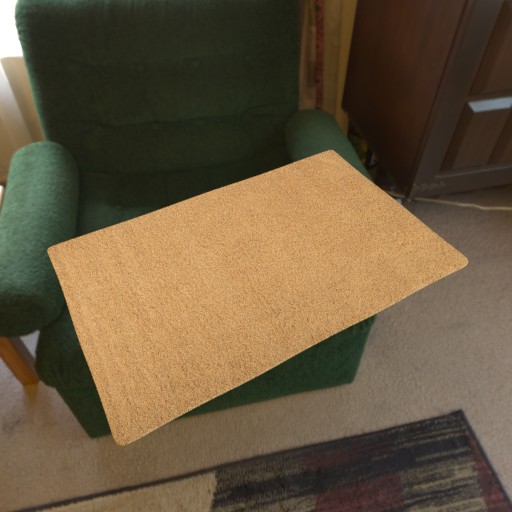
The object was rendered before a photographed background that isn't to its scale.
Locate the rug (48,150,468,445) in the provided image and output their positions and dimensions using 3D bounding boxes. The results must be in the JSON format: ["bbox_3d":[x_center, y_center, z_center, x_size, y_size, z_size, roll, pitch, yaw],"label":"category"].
[{"bbox_3d":[0.000,0.000,2.907,2.349,0.025,1.500,-23,51,-20],"label":"rug"}]
